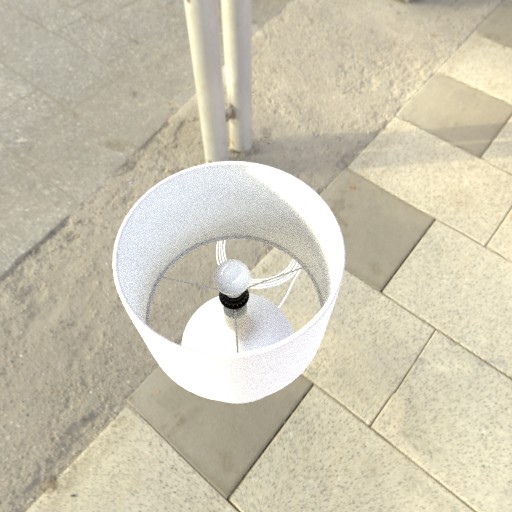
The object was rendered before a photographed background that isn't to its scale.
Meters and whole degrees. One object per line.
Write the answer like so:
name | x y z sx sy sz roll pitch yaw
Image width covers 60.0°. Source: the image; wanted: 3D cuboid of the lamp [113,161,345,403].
lamp | 0.000 0.000 0.843 0.401 0.457 0.546 33 64 18
